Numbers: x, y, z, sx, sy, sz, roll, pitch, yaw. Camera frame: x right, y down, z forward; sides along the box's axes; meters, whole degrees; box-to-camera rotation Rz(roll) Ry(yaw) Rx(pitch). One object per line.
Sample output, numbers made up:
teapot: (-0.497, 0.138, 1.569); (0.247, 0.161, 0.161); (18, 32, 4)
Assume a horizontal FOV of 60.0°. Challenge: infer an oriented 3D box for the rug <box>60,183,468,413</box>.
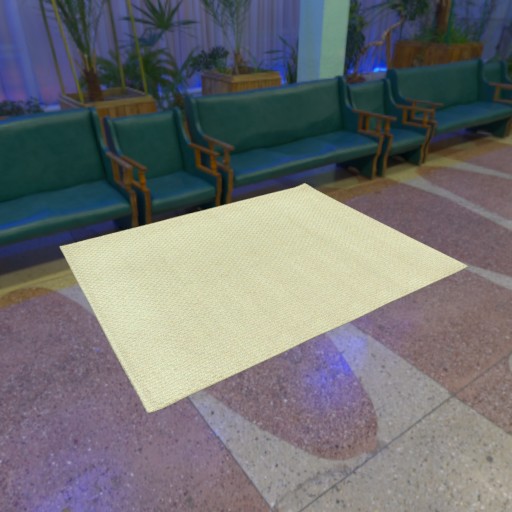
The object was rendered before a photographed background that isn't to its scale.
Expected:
rug: (0.000, 0.000, 3.968); (2.897, 0.035, 2.277); (-18, 35, -28)
